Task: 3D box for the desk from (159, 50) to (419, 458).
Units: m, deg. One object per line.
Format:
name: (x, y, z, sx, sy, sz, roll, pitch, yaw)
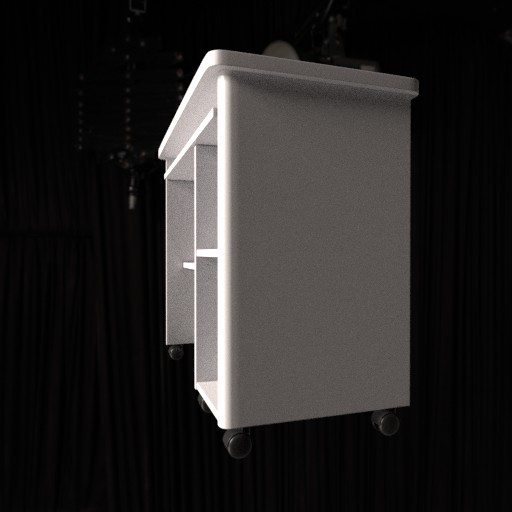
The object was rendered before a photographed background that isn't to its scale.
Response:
desk: (0.000, 0.000, 1.295, 0.475, 0.763, 0.877, 0, 0, -18)
